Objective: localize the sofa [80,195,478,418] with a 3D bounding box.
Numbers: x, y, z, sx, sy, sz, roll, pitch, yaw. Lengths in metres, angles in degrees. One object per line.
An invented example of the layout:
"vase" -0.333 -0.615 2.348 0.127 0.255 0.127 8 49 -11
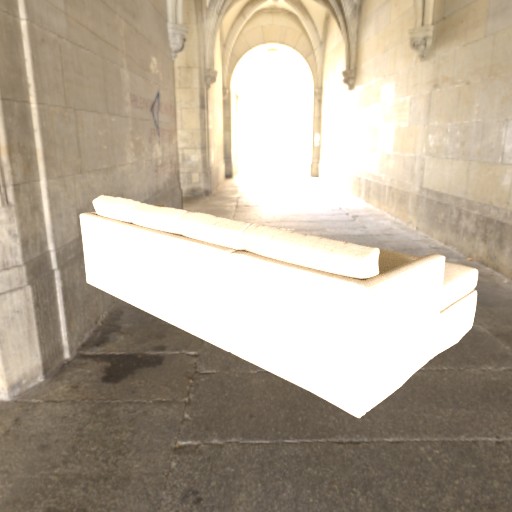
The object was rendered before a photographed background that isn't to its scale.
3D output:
"sofa" 0.000 0.000 3.831 3.205 0.922 1.650 14 20 43
